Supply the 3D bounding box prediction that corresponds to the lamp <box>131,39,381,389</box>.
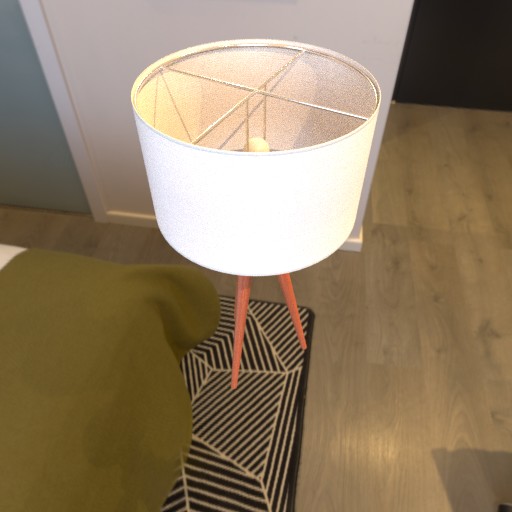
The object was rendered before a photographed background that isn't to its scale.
[{"bbox_3d":[0.000,0.000,0.894,0.355,0.709,0.354,-15,48,-14],"label":"lamp"}]
